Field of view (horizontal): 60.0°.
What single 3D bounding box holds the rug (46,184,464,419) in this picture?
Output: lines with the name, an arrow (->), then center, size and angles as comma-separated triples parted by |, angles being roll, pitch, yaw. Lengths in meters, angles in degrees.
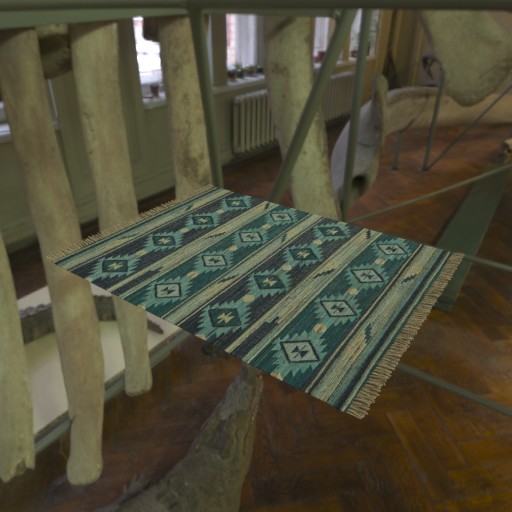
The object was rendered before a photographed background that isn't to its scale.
rug -> 0.000, 0.000, 4.294 | 3.307, 0.047, 2.418 | 20, 35, 30
